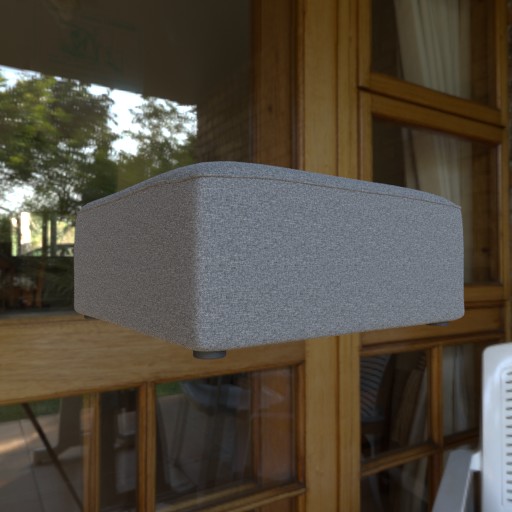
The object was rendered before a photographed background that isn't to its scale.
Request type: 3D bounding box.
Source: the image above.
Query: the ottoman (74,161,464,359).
[{"bbox_3d":[0.000,0.000,1.585,1.015,0.464,1.005,1,-1,-36],"label":"ottoman"}]
